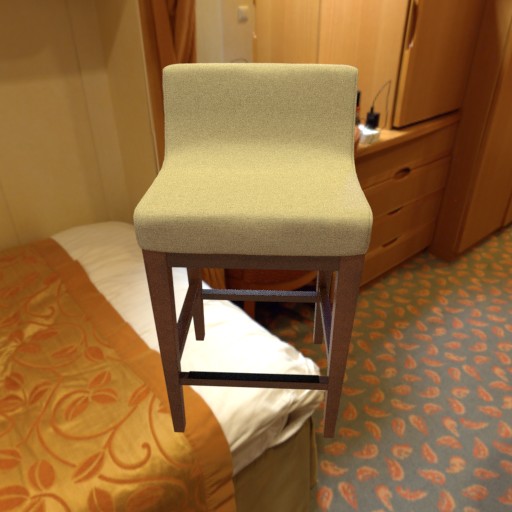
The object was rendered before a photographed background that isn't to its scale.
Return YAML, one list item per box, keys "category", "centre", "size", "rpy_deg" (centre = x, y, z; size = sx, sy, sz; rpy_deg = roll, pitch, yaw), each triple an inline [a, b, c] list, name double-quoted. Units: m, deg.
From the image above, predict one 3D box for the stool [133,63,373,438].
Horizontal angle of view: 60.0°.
- category: "stool"
  centre: [0.000, 0.000, 1.226]
  size: [0.511, 0.937, 0.500]
  rpy_deg: [1, 31, 2]
